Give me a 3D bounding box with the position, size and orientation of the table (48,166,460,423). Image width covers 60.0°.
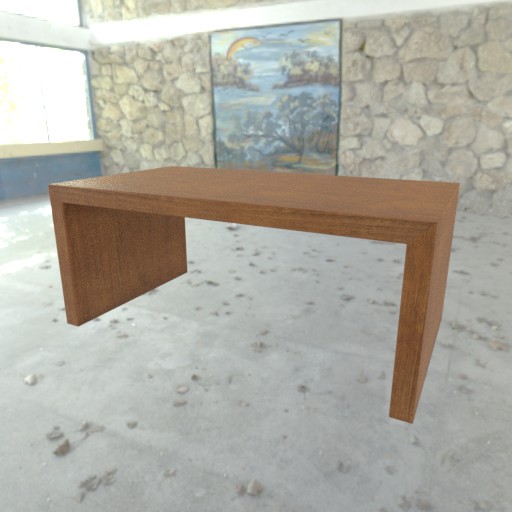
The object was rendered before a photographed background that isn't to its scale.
[{"bbox_3d":[0.000,0.000,1.287,1.000,0.419,0.549,9,19,26],"label":"table"}]
